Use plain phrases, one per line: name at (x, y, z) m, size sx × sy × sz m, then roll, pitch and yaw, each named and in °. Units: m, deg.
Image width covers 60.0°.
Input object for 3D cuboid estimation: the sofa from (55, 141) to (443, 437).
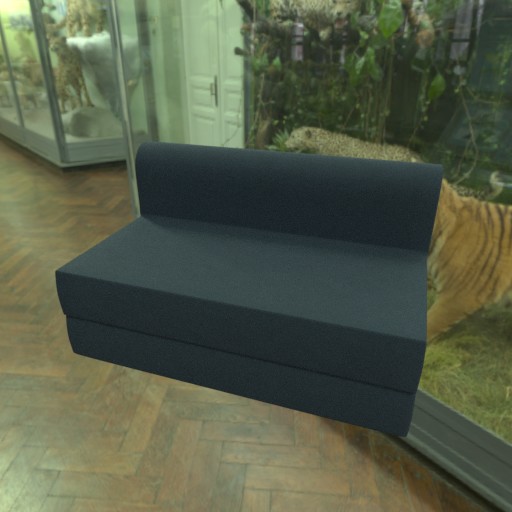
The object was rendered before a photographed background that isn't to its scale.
sofa at (0.000, 0.000, 1.654) m, size 1.219 × 0.660 × 0.762 m, roll 9°, pitch 28°, yaw 17°
